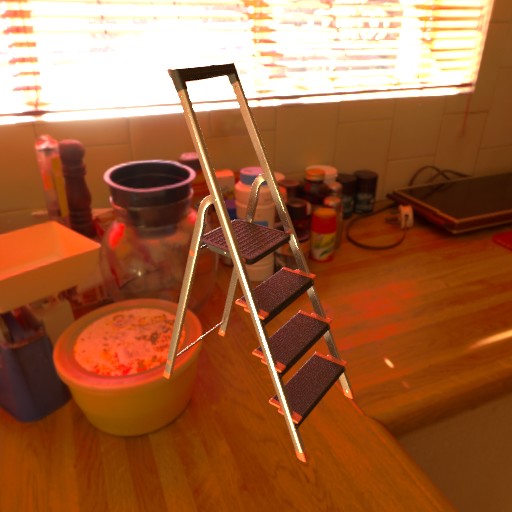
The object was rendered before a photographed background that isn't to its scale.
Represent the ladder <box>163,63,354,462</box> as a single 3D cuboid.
[{"bbox_3d":[0.000,0.000,1.829,0.834,1.429,0.452,19,33,32],"label":"ladder"}]
